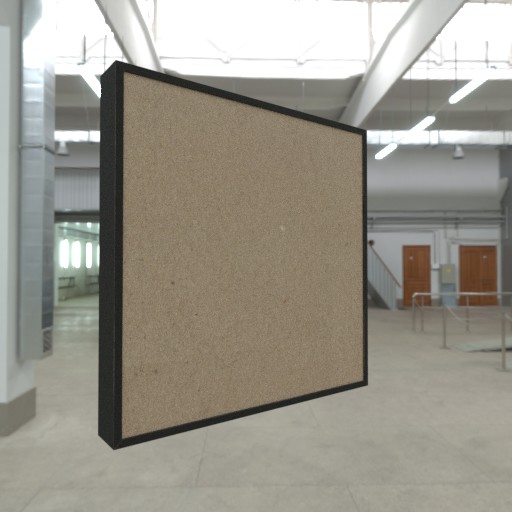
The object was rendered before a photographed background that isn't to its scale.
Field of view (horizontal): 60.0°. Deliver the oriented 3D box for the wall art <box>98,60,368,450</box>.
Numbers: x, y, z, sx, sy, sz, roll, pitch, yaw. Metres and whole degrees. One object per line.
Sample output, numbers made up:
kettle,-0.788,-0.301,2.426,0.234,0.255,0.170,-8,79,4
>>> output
wall art,0.000,0.000,0.453,0.305,0.305,0.038,1,-1,-37
